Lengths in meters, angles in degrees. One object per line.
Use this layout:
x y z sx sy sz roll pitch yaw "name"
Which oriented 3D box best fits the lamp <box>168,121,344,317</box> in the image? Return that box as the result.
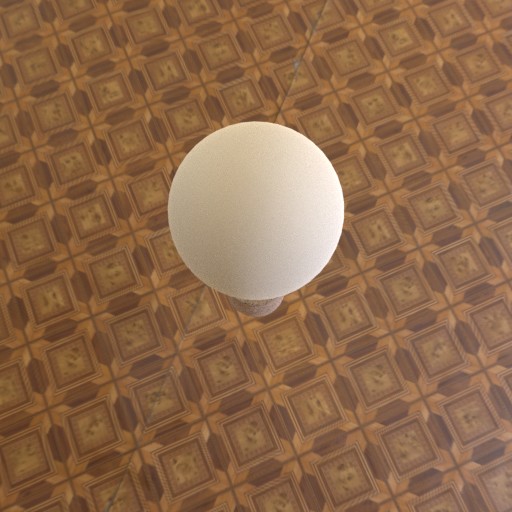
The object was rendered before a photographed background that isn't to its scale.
0.000 0.000 0.550 0.153 0.480 0.153 0 76 0 "lamp"
